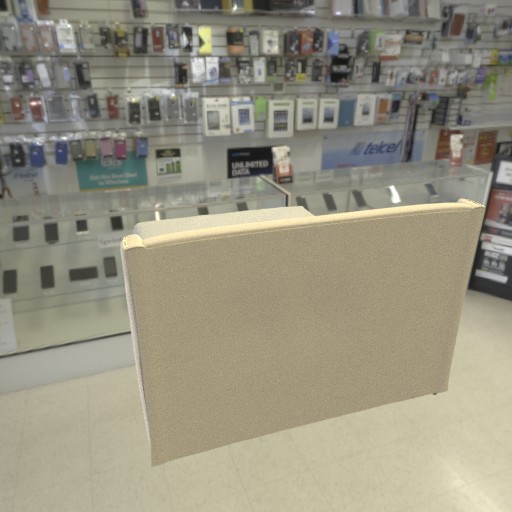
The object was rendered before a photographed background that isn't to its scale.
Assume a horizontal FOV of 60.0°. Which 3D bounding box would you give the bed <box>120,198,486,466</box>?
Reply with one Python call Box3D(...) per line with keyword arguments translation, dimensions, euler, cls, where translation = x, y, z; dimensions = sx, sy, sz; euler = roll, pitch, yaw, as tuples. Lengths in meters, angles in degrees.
Box3D(translation=(0.000, 0.000, 3.363), dimensions=(1.925, 1.332, 2.276), euler=(-8, 25, -16), cls="bed")
